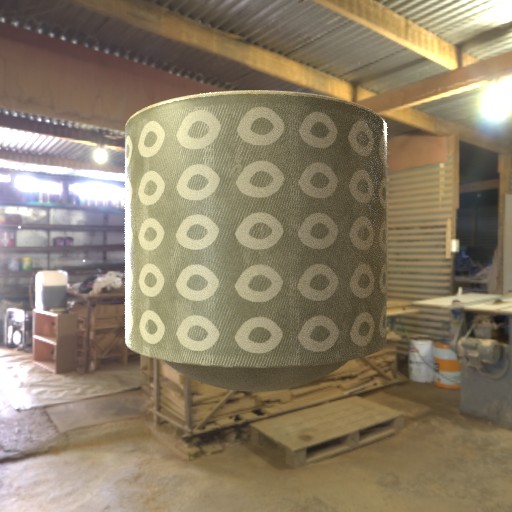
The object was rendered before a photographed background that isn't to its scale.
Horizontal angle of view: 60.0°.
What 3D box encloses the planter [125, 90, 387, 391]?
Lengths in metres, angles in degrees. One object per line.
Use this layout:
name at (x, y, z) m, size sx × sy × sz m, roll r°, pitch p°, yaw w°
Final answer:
planter at (0.000, 0.000, 0.442) m, size 0.250 × 0.239 × 0.250 m, roll 0°, pitch 0°, yaw 0°
